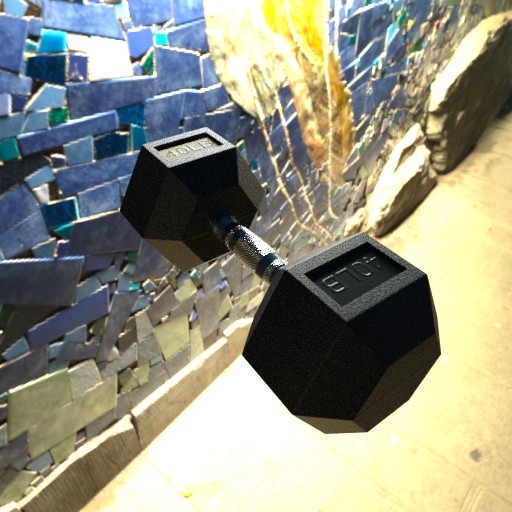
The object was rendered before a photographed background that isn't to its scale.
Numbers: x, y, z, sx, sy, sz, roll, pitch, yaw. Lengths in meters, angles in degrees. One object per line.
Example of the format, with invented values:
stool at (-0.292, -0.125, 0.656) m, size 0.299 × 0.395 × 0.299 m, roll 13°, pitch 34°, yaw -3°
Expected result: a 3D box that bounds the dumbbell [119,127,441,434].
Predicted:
dumbbell at (0.000, 0.000, 0.435) m, size 0.157 × 0.137 × 0.361 m, roll -24°, pitch 46°, yaw -26°
